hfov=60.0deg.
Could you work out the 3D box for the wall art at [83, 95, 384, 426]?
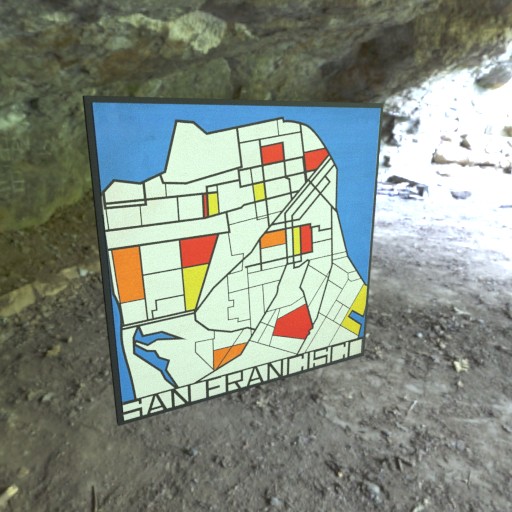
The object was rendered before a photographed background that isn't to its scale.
[{"bbox_3d":[0.000,0.000,0.688,0.458,0.457,0.013,-8,18,-26],"label":"wall art"}]
